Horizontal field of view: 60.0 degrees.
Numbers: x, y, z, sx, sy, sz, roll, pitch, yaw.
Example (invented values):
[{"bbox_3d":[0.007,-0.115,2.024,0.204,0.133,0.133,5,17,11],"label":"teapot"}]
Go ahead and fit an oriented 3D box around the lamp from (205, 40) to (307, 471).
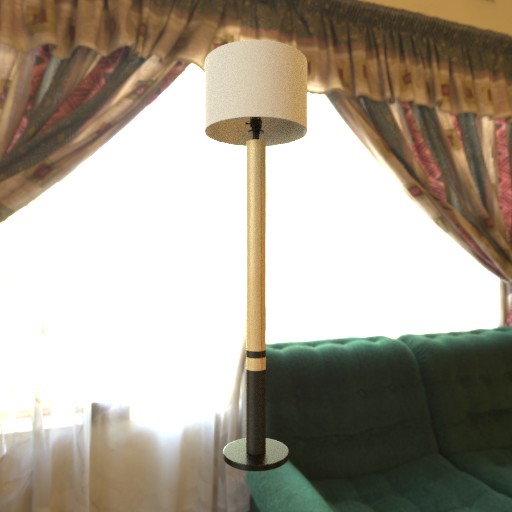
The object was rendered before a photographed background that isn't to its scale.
[{"bbox_3d":[0.000,0.000,1.649,0.381,1.478,0.381,1,-1,-36],"label":"lamp"}]
